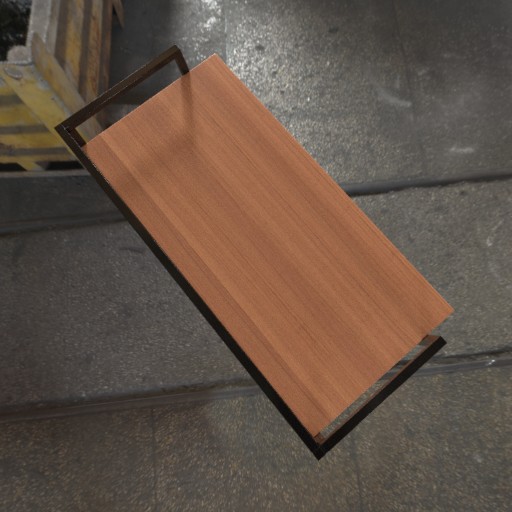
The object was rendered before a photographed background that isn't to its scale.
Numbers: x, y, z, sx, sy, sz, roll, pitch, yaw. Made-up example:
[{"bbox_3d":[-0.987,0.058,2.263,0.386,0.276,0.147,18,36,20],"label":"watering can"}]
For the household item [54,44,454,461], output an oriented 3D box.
[{"bbox_3d":[0.000,0.000,1.519,0.510,0.860,1.050,-39,80,-9],"label":"household item"}]
